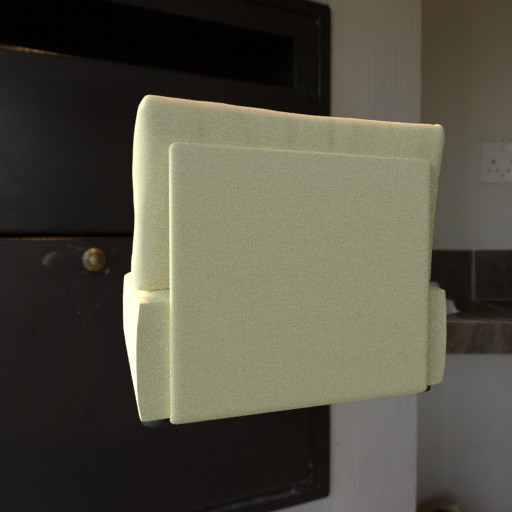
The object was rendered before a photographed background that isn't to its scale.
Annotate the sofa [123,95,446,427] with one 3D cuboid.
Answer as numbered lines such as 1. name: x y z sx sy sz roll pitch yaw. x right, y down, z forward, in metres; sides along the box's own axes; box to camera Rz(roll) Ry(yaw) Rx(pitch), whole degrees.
1. sofa: 0.000 0.000 1.654 0.930 0.820 1.000 -1 2 -19
